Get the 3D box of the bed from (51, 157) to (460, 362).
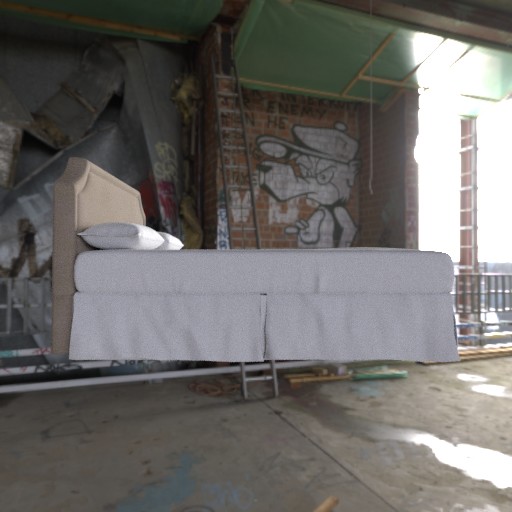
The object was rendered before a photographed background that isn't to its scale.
[{"bbox_3d":[0.000,0.000,3.590,2.498,1.293,1.977,0,-1,0],"label":"bed"}]
